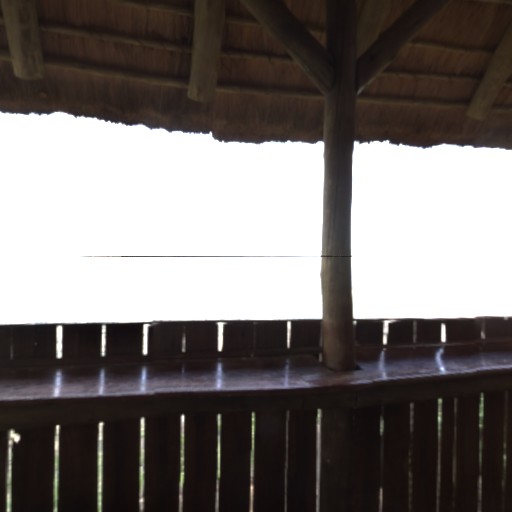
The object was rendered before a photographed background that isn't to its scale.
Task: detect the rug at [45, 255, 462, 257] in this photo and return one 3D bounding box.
[{"bbox_3d":[0.000,0.000,2.913,2.284,0.006,1.521,0,0,-35],"label":"rug"}]
